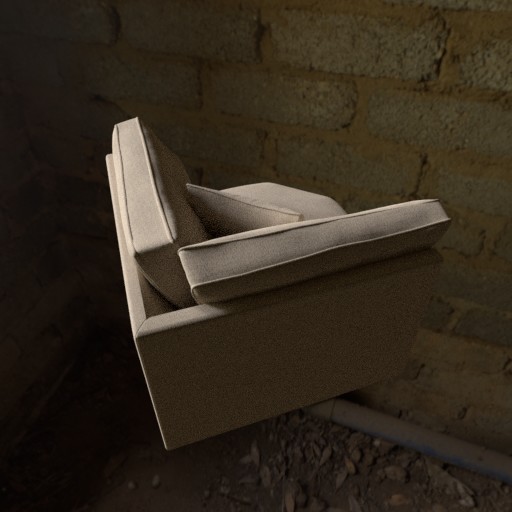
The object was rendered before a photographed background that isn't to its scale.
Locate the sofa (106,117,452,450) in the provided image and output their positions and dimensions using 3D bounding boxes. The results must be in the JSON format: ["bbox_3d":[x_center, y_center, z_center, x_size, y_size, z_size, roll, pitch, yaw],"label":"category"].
[{"bbox_3d":[0.000,0.000,1.889,1.050,0.937,1.042,-12,43,-14],"label":"sofa"}]
